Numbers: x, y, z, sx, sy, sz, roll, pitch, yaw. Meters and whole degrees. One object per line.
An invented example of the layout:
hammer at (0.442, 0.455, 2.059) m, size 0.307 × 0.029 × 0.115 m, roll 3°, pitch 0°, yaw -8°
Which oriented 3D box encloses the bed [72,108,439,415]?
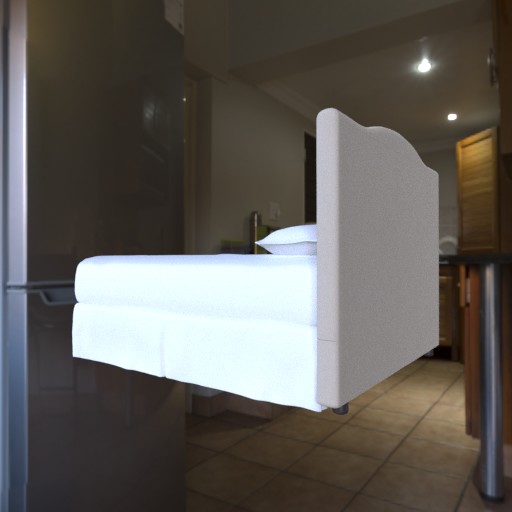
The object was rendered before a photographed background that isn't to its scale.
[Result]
bed at (0.000, 0.000, 3.093) m, size 2.052 × 1.398 × 1.678 m, roll 0°, pitch 0°, yaw 36°
